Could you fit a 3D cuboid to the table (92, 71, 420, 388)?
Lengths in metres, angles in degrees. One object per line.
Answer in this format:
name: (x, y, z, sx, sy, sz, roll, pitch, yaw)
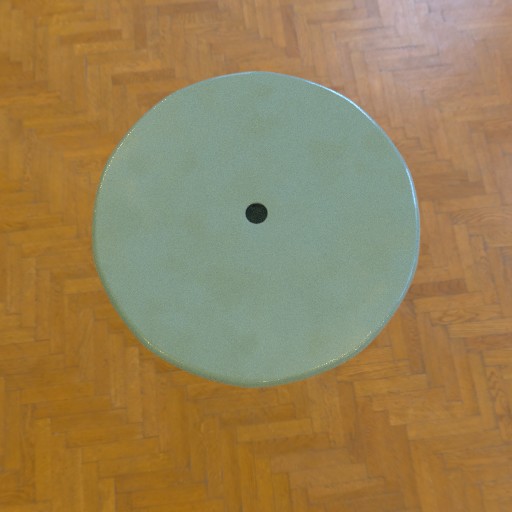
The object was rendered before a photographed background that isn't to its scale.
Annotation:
table: (0.000, 0.000, 0.649, 0.352, 0.387, 0.352, 0, 77, 0)
